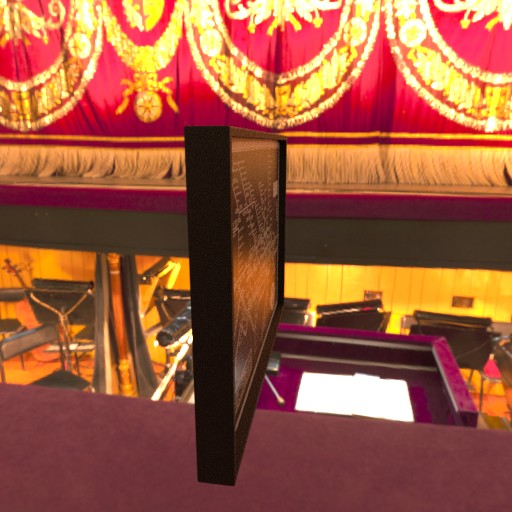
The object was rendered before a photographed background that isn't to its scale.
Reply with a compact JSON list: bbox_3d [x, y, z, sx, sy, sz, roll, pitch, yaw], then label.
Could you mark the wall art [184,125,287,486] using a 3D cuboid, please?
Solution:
[{"bbox_3d":[0.000,0.000,0.852,0.051,0.456,0.671,2,14,9],"label":"wall art"}]
